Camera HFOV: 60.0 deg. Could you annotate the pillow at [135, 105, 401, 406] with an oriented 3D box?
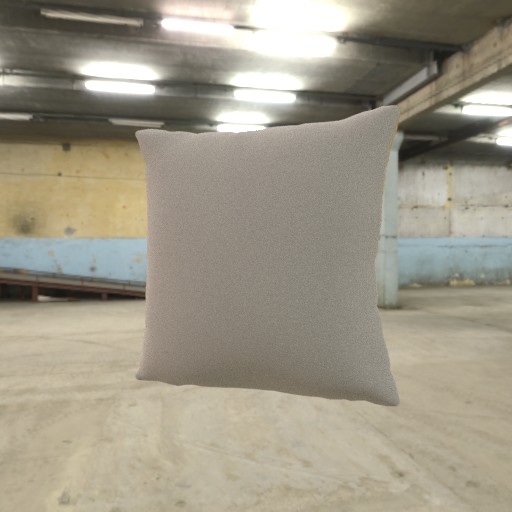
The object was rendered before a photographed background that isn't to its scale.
[{"bbox_3d":[0.000,0.000,0.725,0.450,0.450,0.211,0,0,17],"label":"pillow"}]
